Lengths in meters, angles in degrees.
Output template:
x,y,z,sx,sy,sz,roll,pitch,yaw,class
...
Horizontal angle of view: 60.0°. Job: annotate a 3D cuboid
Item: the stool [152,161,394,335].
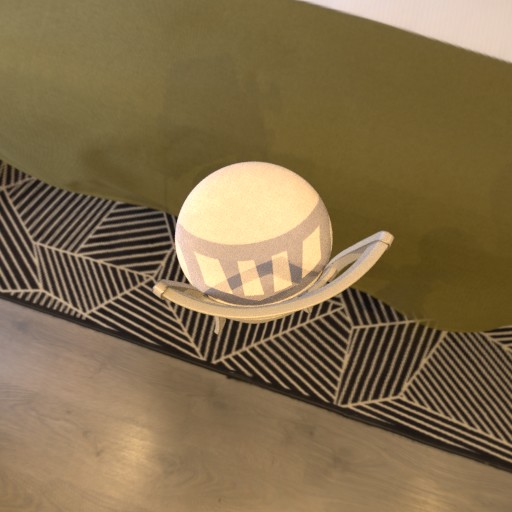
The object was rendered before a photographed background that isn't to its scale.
x,y,z,sx,sy,sz,roll,pitch,yaw,class
0.000,0.000,1.304,0.436,1.042,0.475,-12,76,-3,stool
